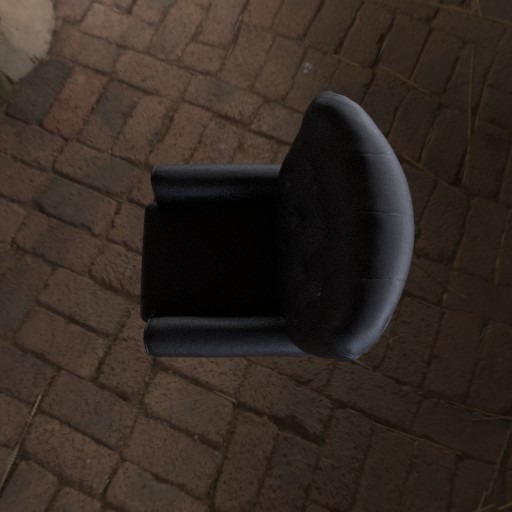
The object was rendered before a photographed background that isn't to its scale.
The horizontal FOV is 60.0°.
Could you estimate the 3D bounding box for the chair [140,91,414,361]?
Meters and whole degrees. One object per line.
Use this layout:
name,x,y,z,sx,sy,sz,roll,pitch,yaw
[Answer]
chair,0.000,0.000,1.968,1.058,1.158,0.948,-1,75,0
